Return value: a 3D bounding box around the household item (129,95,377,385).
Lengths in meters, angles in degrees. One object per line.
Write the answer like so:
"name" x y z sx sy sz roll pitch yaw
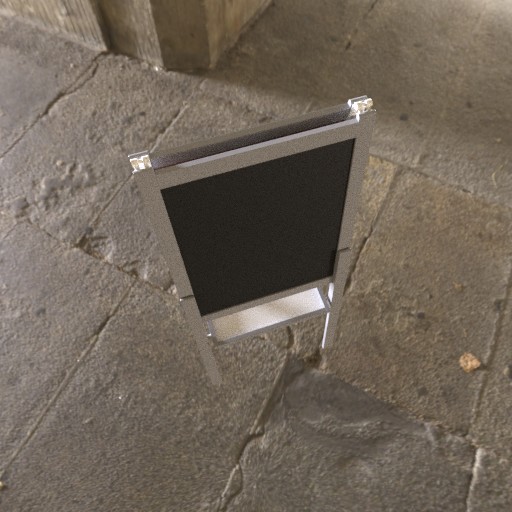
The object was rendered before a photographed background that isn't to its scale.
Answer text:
"household item" 0.000 0.000 1.444 0.531 1.172 0.469 -17 64 -8
